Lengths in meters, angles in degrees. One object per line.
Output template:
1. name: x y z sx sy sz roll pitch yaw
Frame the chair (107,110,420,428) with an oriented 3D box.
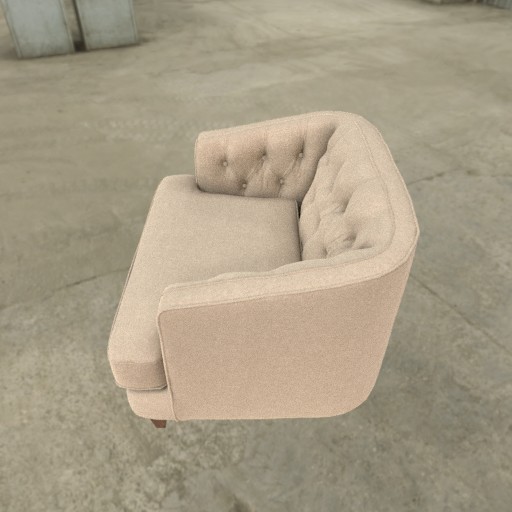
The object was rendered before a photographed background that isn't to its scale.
1. chair: 0.000 0.000 1.752 0.941 0.852 1.104 0 41 0
